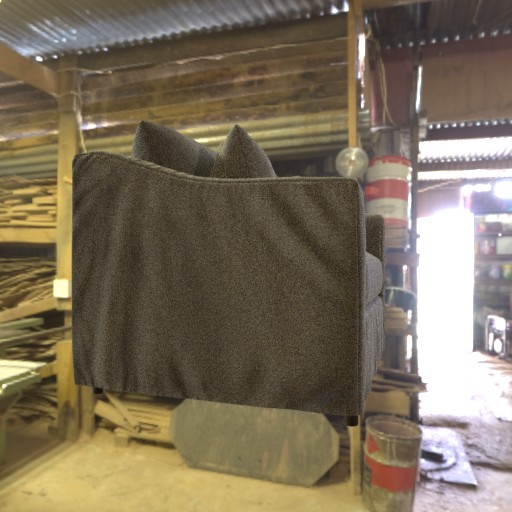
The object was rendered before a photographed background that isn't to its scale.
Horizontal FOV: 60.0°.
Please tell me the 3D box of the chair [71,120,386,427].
[{"bbox_3d":[0.000,0.000,2.009,1.071,1.059,1.194,0,-1,20],"label":"chair"}]
